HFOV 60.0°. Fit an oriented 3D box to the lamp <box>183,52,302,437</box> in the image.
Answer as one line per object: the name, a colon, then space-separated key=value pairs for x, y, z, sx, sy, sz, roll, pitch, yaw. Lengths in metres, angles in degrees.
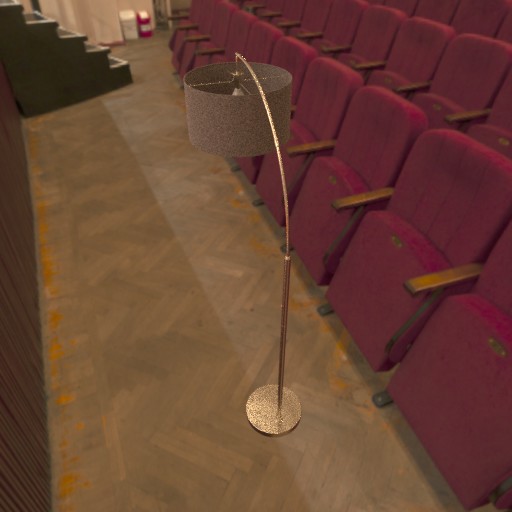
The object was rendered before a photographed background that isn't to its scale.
lamp: x=0.000 y=0.000 z=2.154 sx=0.452 sy=1.735 sz=0.934 roll=-12 pitch=40 yaw=-14
